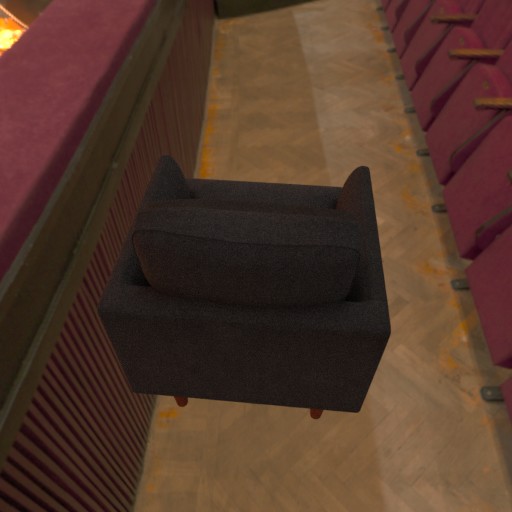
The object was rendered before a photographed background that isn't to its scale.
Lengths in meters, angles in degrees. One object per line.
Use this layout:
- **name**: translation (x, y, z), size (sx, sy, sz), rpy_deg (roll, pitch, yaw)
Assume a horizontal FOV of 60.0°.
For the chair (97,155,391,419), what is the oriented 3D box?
- **chair**: translation (0.000, 0.000, 1.658), size (0.858, 0.957, 0.899), rpy_deg (4, 47, 4)
